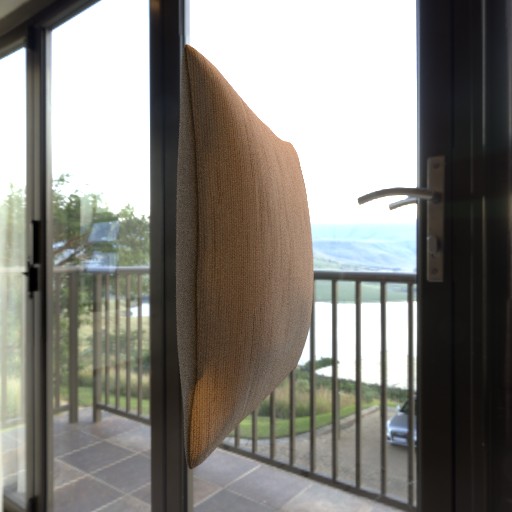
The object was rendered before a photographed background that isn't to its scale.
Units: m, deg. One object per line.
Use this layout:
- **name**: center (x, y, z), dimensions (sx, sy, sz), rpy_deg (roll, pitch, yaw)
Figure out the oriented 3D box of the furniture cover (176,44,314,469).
- **furniture cover**: center (0.000, 0.000, 0.763), dimensions (0.178, 0.506, 0.512), rpy_deg (0, 0, 19)
